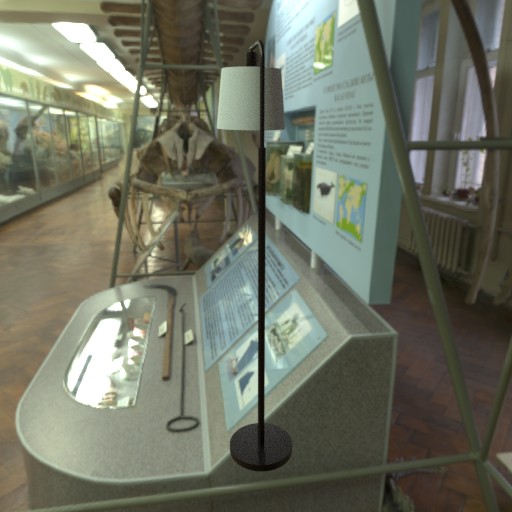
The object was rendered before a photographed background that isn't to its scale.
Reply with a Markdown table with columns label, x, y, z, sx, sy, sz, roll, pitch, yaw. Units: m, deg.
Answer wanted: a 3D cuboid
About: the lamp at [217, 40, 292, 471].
| label | x | y | z | sx | sy | sz | roll | pitch | yaw |
| --- | --- | --- | --- | --- | --- | --- | --- | --- | --- |
| lamp | 0.000 | 0.000 | 1.654 | 0.254 | 1.478 | 0.508 | -2 | 15 | -8 |
